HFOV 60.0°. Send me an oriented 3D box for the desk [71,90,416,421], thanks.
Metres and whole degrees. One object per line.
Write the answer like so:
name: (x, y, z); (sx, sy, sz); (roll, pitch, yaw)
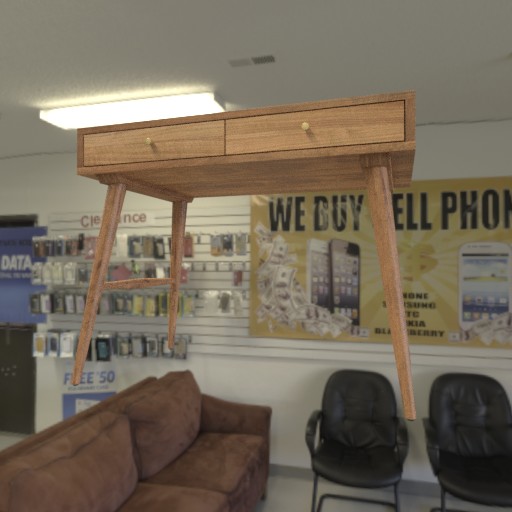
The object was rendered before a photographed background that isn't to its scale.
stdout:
desk: (0.000, 0.000, 1.421); (0.949, 0.758, 0.588); (0, -1, 18)
